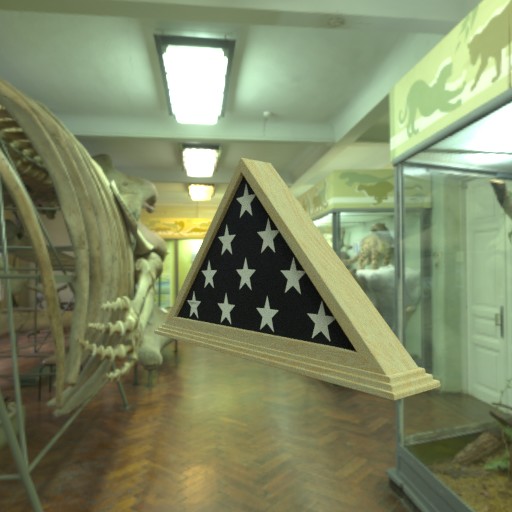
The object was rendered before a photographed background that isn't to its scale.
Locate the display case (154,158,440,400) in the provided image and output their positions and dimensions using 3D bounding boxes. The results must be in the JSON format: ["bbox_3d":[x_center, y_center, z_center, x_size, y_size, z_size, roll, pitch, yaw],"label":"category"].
[{"bbox_3d":[0.000,0.000,0.786,0.095,0.340,0.640,1,-2,-37],"label":"display case"}]
